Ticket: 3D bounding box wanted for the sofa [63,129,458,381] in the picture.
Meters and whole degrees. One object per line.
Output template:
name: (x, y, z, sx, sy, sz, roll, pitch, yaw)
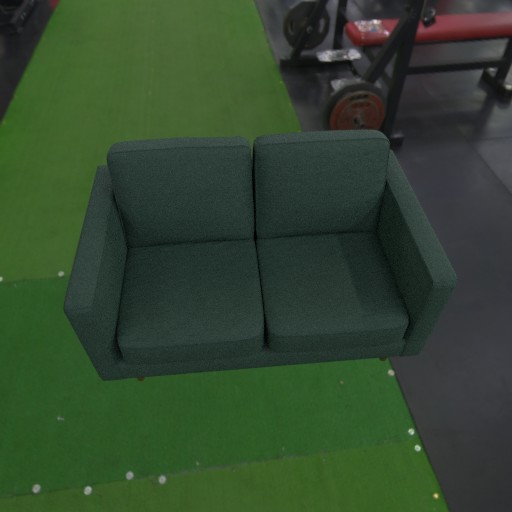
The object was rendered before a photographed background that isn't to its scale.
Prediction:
sofa: (0.000, 0.000, 2.021, 1.430, 0.899, 0.879, -4, 48, -3)
